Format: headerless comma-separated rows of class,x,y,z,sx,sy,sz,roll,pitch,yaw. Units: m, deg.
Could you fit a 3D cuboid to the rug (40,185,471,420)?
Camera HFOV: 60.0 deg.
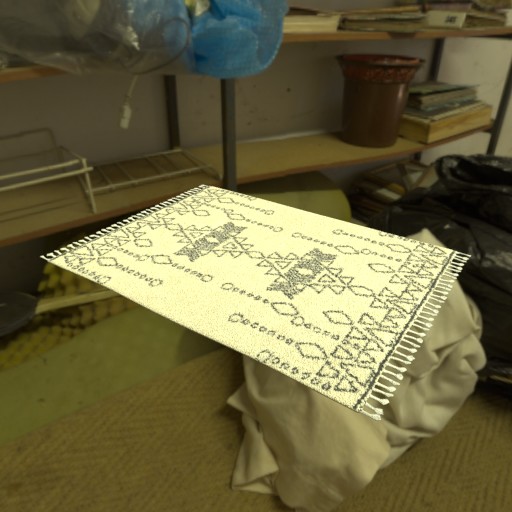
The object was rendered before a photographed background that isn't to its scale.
rug,0.000,0.000,3.789,3.027,0.028,2.125,19,35,29
